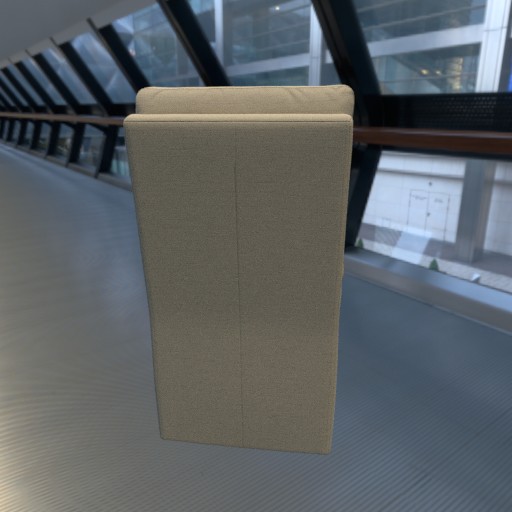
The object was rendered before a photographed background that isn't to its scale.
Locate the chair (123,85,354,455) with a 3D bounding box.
[{"bbox_3d":[0.000,0.000,1.329,0.503,0.927,0.698,2,17,7],"label":"chair"}]
